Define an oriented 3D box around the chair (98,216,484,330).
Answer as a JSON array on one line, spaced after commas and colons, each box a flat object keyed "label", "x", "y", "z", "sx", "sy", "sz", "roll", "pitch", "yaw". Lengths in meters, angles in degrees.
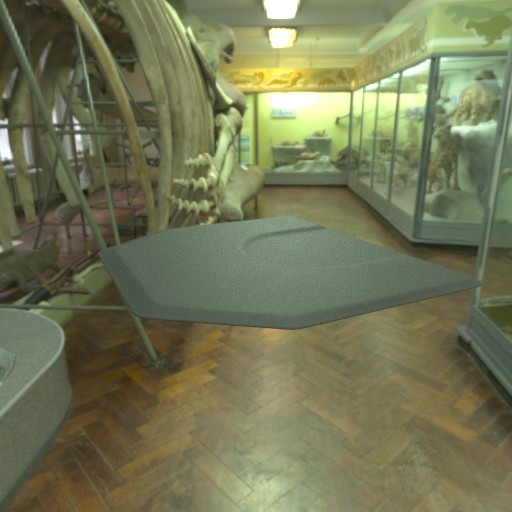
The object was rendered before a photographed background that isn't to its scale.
[{"label": "chair", "x": 0.000, "y": 0.000, "z": 1.930, "sx": 1.219, "sy": 0.024, "sz": 1.372, "roll": -8, "pitch": 18, "yaw": -26}]
